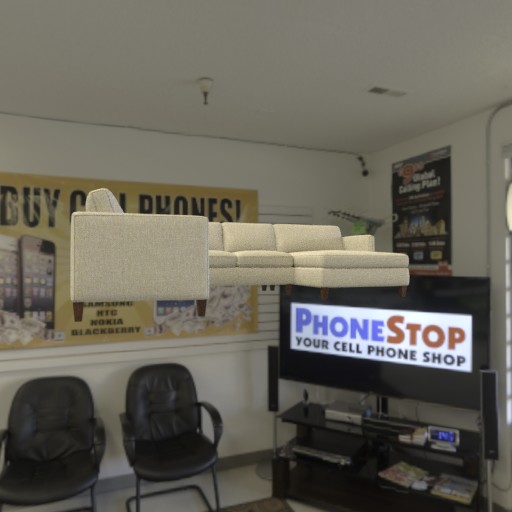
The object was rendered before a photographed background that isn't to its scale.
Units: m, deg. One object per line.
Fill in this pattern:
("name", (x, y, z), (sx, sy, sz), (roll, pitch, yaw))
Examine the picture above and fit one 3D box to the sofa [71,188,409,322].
("sofa", (0.000, 0.000, 4.556), (3.403, 0.889, 2.551), (0, -1, -19))
